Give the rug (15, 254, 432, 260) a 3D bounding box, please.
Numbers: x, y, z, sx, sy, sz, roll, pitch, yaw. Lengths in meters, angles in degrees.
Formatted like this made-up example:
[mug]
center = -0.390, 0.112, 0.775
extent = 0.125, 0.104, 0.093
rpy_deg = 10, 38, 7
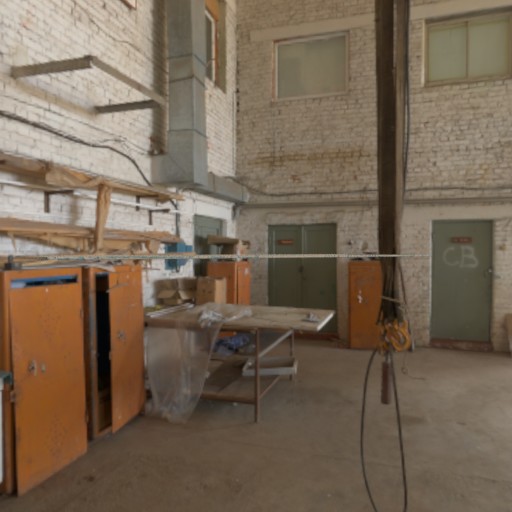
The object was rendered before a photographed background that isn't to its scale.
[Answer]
[rug]
center = 0.000, 0.000, 2.647
extent = 2.452, 0.012, 0.775
rpy_deg = 0, 1, -36
